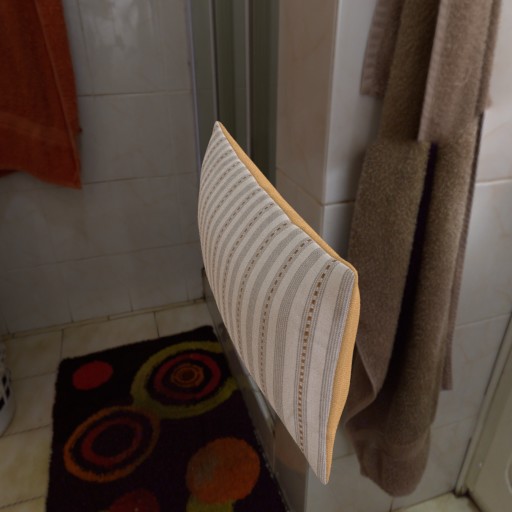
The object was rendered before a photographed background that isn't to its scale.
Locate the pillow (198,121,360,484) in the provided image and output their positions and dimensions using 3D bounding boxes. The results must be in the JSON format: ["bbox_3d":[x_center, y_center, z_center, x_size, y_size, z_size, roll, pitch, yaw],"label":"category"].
[{"bbox_3d":[0.000,0.000,0.706,0.151,0.291,0.608,-8,30,-14],"label":"pillow"}]
